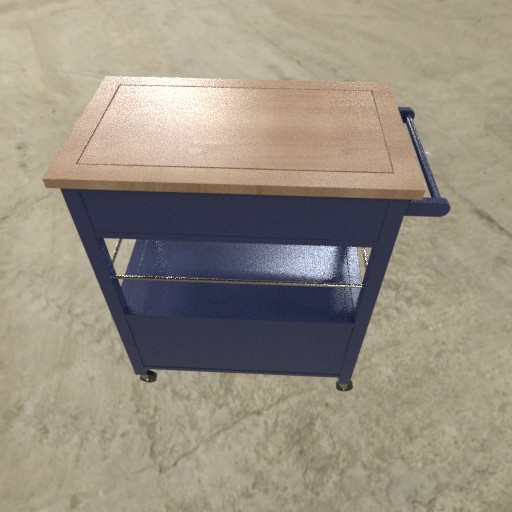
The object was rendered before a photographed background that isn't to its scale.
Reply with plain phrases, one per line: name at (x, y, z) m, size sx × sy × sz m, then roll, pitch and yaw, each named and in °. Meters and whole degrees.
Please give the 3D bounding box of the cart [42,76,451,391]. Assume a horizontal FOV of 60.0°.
cart at (0.000, 0.000, 1.362) m, size 0.840 × 0.901 × 0.459 m, roll 2°, pitch 47°, yaw 2°
